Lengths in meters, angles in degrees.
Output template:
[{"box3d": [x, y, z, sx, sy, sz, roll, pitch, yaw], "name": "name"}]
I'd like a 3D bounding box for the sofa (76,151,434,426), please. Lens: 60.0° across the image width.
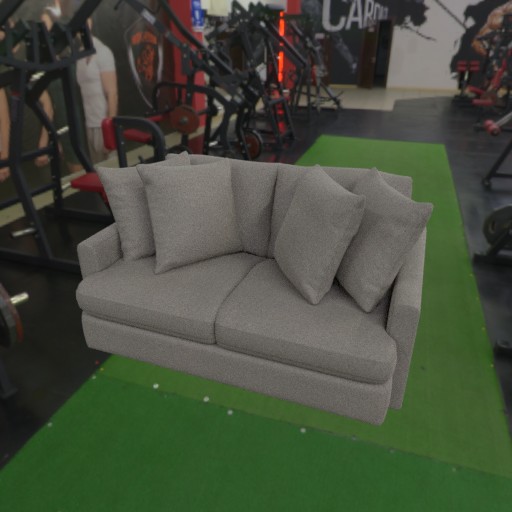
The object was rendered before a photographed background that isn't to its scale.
[{"box3d": [0.000, 0.000, 2.644, 1.869, 1.080, 1.228, 10, 28, 18], "name": "sofa"}]
